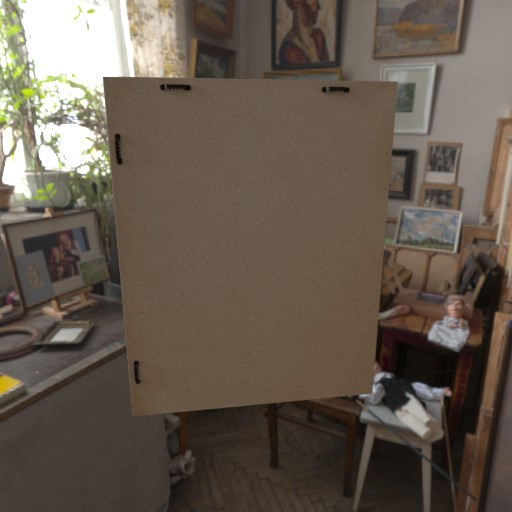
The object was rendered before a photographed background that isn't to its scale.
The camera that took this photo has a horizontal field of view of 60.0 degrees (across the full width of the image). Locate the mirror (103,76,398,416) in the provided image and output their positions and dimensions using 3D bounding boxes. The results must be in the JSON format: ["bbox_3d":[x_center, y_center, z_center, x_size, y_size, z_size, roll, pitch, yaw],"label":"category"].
[{"bbox_3d":[0.000,0.000,0.685,0.405,0.508,0.041,-3,16,-9],"label":"mirror"}]
